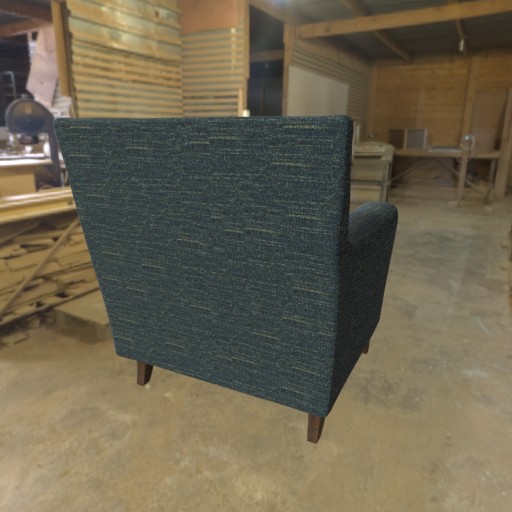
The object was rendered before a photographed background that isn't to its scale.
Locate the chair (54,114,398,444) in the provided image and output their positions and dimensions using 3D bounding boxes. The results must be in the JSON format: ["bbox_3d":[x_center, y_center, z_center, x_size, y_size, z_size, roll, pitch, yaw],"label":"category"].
[{"bbox_3d":[0.000,0.000,1.564,0.864,0.928,0.873,8,18,26],"label":"chair"}]
